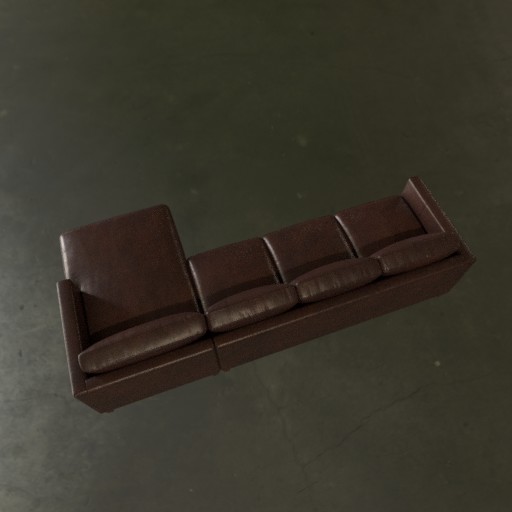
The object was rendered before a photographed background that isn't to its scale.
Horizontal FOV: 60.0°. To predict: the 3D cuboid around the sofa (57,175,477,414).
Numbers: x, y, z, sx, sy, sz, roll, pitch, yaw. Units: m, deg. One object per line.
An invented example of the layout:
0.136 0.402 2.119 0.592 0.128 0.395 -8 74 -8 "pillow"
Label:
0.000 0.000 3.894 3.203 0.883 1.581 -17 62 -10 "sofa"
